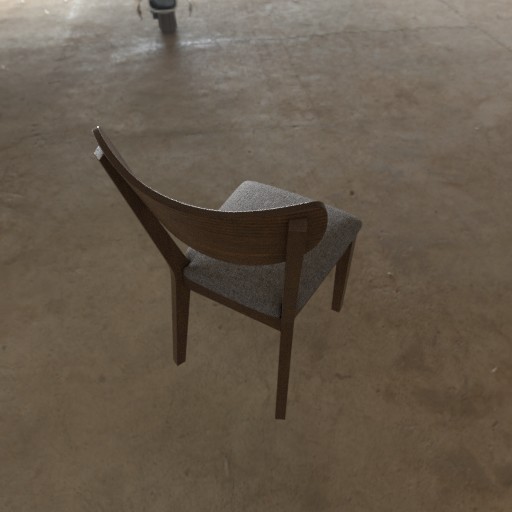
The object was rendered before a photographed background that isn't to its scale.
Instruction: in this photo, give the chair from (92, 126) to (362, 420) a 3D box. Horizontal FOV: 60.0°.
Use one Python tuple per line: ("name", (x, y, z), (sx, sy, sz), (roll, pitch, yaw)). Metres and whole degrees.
("chair", (0.000, 0.000, 1.199), (0.491, 0.849, 0.583), (22, 50, 20))
